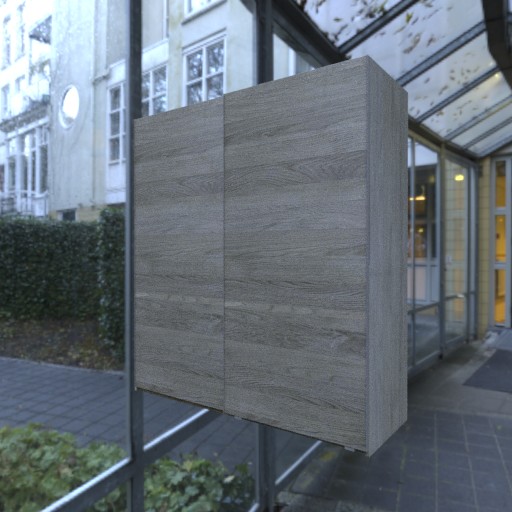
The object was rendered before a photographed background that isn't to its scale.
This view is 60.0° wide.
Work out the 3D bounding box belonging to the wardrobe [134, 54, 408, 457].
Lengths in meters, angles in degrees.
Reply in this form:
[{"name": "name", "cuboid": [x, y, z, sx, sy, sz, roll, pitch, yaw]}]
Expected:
[{"name": "wardrobe", "cuboid": [0.000, 0.000, 2.912, 1.780, 1.960, 0.629, 0, 1, 36]}]
